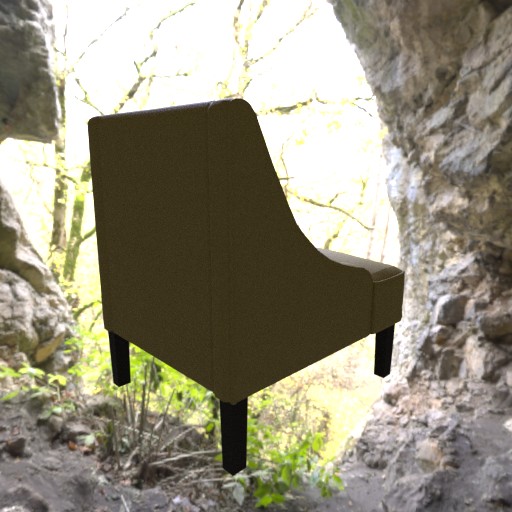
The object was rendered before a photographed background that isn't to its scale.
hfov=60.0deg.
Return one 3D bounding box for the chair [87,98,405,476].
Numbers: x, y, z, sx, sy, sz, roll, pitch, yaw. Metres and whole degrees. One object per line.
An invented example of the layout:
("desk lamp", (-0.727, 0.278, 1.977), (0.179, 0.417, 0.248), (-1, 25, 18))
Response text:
("chair", (0.000, 0.000, 1.489), (0.814, 0.896, 0.696), (-12, 18, -42))
